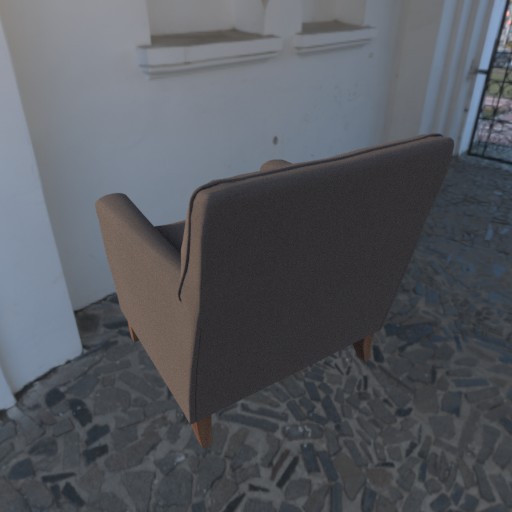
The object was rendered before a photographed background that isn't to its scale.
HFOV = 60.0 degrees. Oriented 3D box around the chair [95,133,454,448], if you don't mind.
[{"bbox_3d":[0.000,0.000,1.540,0.836,0.911,0.831,-18,35,-28],"label":"chair"}]
